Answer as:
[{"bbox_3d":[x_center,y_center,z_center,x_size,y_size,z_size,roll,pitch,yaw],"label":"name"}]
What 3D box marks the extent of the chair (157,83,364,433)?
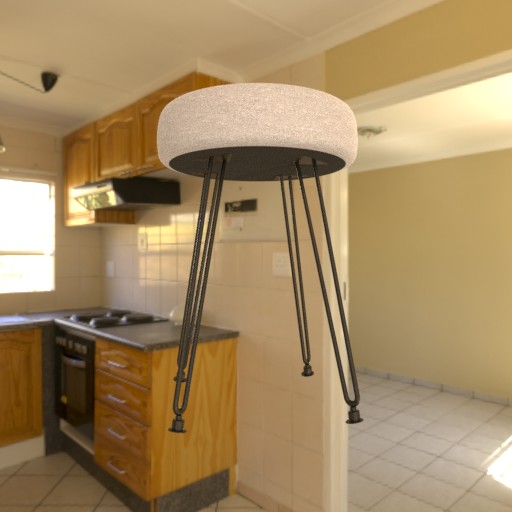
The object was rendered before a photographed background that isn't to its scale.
[{"bbox_3d":[0.000,0.000,0.682,0.350,0.440,0.350,0,0,36],"label":"chair"}]
